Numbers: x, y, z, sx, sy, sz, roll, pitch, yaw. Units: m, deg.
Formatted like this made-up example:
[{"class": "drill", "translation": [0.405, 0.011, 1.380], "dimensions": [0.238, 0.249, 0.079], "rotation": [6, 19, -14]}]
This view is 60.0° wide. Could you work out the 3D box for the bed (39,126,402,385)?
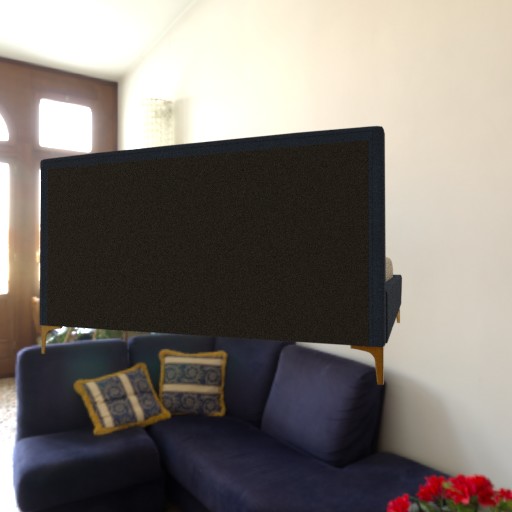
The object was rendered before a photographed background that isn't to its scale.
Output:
[{"class": "bed", "translation": [0.000, 0.000, 3.454], "dimensions": [2.096, 1.231, 2.232], "rotation": [0, -1, 20]}]
